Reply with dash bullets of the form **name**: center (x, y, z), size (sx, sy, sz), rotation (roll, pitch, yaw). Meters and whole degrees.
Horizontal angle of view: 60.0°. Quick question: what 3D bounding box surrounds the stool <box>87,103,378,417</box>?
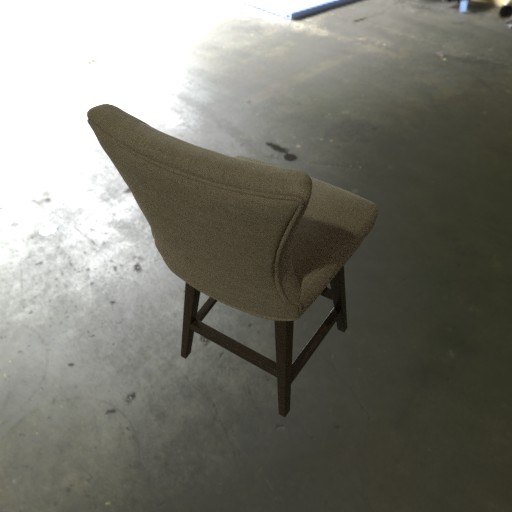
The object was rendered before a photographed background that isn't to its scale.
- **stool**: center (0.000, 0.000, 1.293), size (0.514, 1.000, 0.574), rotation (24, 50, 22)
